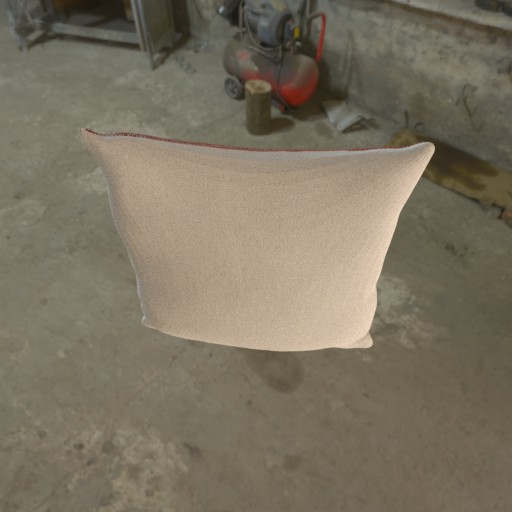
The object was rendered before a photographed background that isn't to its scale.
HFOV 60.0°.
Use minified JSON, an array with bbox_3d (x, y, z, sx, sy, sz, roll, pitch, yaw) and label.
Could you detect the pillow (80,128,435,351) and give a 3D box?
[{"bbox_3d":[0.000,0.000,0.691,0.440,0.441,0.182,4,48,4],"label":"pillow"}]
